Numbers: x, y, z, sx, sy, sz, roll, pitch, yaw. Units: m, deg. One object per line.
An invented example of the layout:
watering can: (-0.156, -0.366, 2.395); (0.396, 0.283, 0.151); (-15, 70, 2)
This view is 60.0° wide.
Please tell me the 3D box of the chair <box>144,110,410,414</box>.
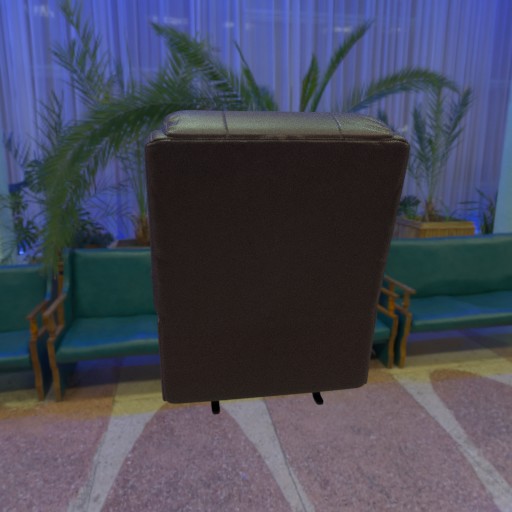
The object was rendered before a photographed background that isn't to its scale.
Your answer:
chair: (0.000, 0.000, 1.784); (0.838, 1.054, 1.014); (-2, 13, -9)
